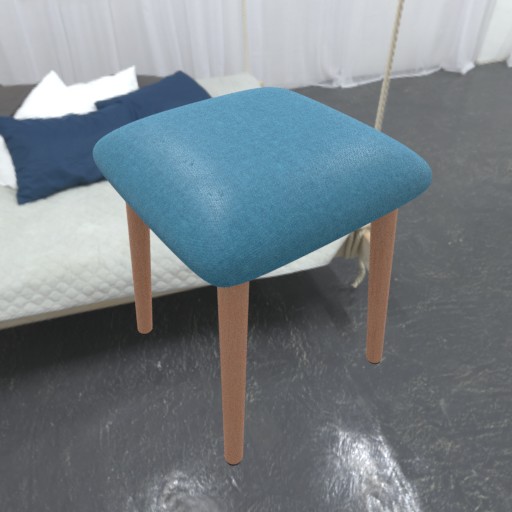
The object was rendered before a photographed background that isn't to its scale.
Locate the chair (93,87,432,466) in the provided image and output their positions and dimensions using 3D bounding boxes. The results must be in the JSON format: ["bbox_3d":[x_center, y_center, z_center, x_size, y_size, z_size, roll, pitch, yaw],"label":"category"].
[{"bbox_3d":[0.000,0.000,0.713,0.360,0.450,0.360,-25,47,-26],"label":"chair"}]
